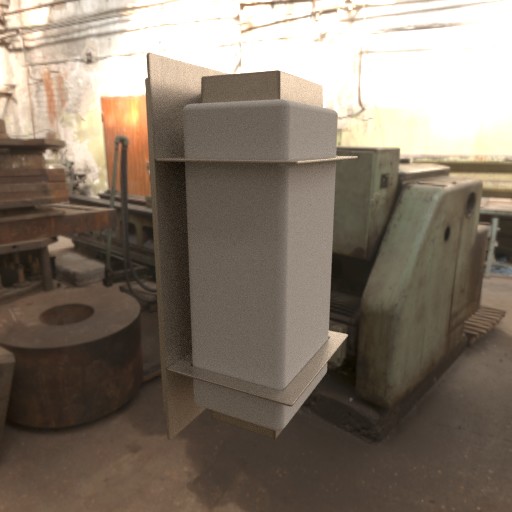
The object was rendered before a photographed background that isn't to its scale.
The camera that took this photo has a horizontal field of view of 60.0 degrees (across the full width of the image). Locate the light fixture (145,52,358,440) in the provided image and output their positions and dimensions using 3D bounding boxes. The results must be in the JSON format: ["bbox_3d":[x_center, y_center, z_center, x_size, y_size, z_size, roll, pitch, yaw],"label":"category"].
[{"bbox_3d":[0.000,0.000,0.467,0.160,0.380,0.168,7,16,27],"label":"light fixture"}]
